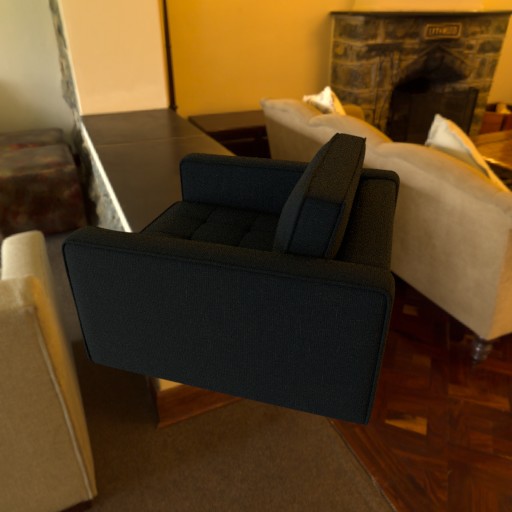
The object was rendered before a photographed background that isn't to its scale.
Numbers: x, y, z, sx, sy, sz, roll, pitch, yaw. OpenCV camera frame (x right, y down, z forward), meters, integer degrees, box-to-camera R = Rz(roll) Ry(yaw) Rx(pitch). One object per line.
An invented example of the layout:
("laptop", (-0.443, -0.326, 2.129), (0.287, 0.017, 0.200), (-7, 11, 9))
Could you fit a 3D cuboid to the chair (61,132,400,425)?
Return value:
("chair", (0.000, 0.000, 1.579), (0.920, 0.770, 0.899), (8, 31, 14))
